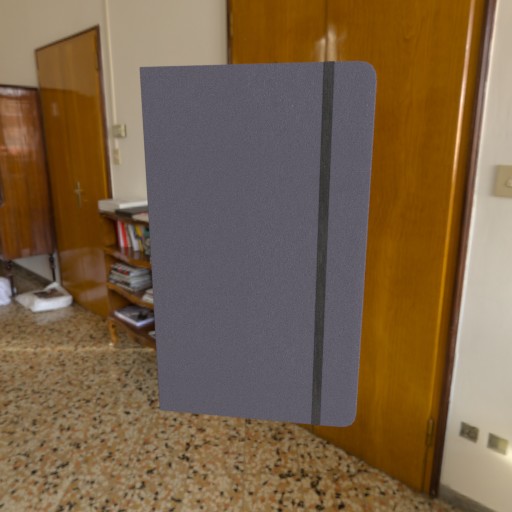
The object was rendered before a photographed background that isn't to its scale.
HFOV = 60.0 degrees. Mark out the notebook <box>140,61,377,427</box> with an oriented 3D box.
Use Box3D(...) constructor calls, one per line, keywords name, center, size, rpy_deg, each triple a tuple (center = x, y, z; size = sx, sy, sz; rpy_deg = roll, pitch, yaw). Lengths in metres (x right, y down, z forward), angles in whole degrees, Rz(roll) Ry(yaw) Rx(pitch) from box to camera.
Box3D(name="notebook", center=(0.000, 0.000, 0.266), size=(0.127, 0.213, 0.016), rpy_deg=(2, 14, 9))
